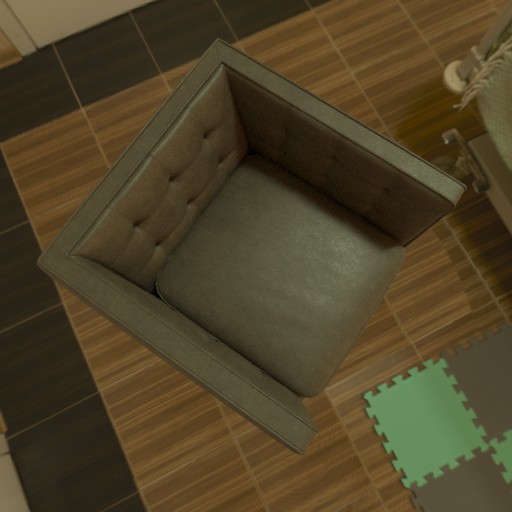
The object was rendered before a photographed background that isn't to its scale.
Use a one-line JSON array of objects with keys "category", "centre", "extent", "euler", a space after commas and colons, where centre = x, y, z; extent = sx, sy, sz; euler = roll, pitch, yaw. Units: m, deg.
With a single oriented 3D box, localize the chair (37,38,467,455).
[{"category": "chair", "centre": [0.000, 0.000, 1.580], "extent": [0.894, 0.790, 0.880], "euler": [34, 79, 7]}]
